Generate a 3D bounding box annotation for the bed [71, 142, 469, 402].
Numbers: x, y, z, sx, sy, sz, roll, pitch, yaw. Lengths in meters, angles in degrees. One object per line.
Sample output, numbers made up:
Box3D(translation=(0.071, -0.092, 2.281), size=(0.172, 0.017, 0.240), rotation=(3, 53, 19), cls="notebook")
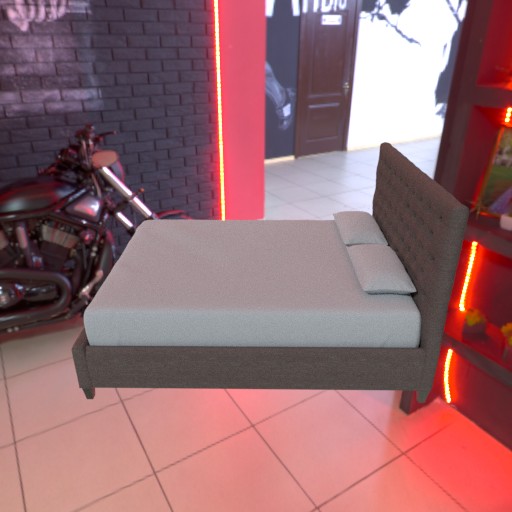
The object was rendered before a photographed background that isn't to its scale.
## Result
Box3D(translation=(0.000, 0.000, 3.469), size=(2.387, 1.427, 1.698), rotation=(0, 26, 1), cls="bed")
